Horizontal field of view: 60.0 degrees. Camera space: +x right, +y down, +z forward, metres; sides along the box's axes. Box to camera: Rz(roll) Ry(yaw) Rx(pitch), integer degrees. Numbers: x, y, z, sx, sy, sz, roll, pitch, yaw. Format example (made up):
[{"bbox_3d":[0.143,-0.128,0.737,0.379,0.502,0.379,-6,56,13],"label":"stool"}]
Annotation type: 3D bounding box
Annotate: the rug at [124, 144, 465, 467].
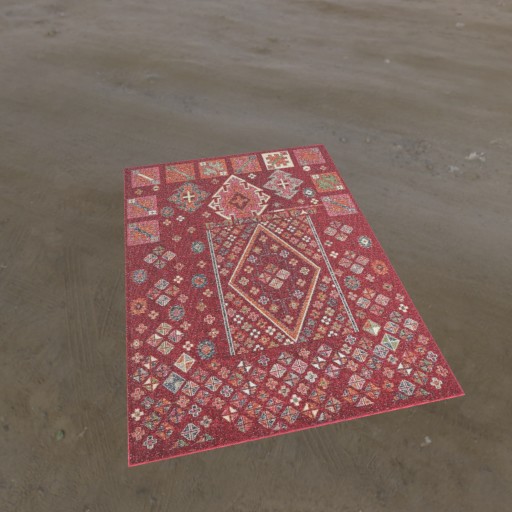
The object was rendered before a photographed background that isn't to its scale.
[{"bbox_3d":[0.000,0.000,4.138,2.389,0.011,3.306,-9,48,-8],"label":"rug"}]
